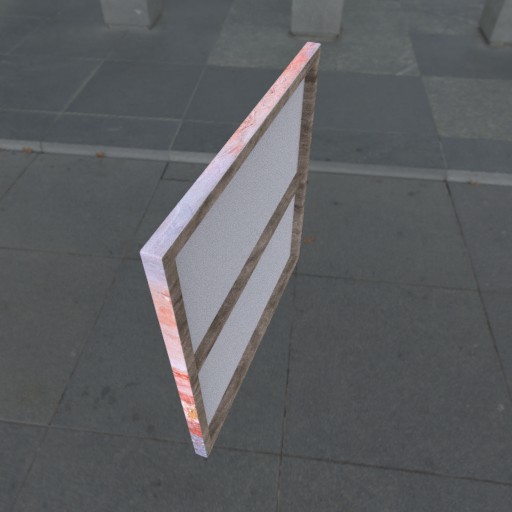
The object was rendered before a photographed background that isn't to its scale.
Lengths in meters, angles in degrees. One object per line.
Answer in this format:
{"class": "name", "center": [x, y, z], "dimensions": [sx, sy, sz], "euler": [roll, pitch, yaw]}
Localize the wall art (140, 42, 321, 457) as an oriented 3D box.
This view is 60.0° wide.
{"class": "wall art", "center": [0.000, 0.000, 1.089], "dimensions": [0.035, 0.747, 0.747], "euler": [16, 49, 15]}
